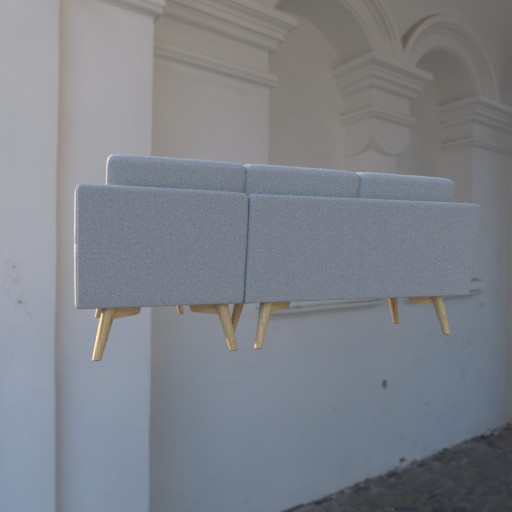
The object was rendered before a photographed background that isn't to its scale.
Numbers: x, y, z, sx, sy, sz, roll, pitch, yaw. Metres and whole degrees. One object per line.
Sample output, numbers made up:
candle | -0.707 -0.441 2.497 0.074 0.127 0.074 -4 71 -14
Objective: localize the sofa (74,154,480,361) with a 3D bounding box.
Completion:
sofa | 0.000 0.000 2.751 2.040 0.860 1.530 0 0 -20
